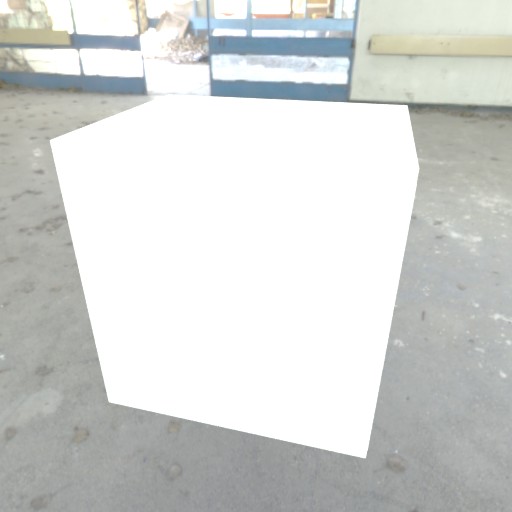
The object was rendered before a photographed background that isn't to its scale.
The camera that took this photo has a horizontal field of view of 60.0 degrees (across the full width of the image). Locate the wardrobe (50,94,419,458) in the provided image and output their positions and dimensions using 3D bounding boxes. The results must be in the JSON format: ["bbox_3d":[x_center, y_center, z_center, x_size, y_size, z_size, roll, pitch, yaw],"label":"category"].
[{"bbox_3d":[0.000,0.000,0.867,0.500,0.520,0.400,7,30,13],"label":"wardrobe"}]
